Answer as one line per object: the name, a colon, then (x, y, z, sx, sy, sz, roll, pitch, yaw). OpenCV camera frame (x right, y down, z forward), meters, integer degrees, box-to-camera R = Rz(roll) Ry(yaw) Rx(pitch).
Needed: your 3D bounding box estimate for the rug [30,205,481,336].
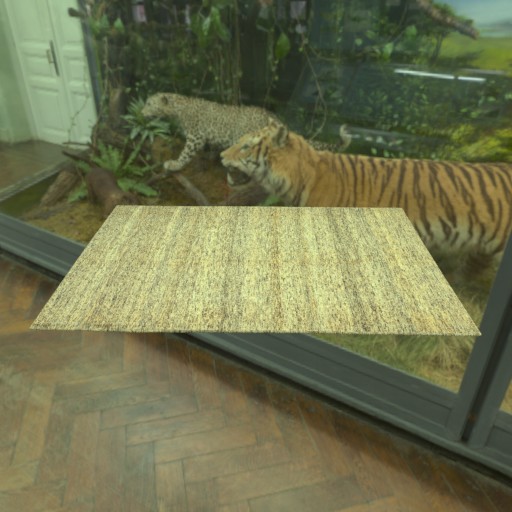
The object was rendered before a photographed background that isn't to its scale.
rug: (0.000, 0.000, 2.330, 1.846, 0.014, 1.243, 1, 31, 1)
